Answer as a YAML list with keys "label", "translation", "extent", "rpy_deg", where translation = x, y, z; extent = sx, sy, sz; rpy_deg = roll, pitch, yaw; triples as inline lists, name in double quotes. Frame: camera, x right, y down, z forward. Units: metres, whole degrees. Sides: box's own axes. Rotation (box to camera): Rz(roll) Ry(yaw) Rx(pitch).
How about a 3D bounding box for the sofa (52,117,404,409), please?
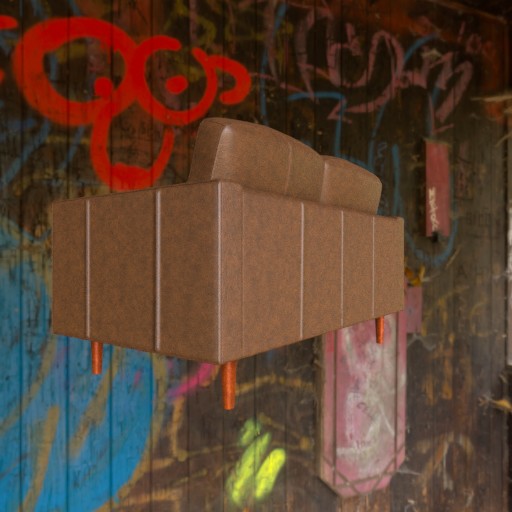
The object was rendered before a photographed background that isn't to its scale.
- label: "sofa"
  translation: [0.000, 0.000, 2.121]
  extent: [0.909, 0.951, 1.578]
  rpy_deg: [0, 0, 36]
